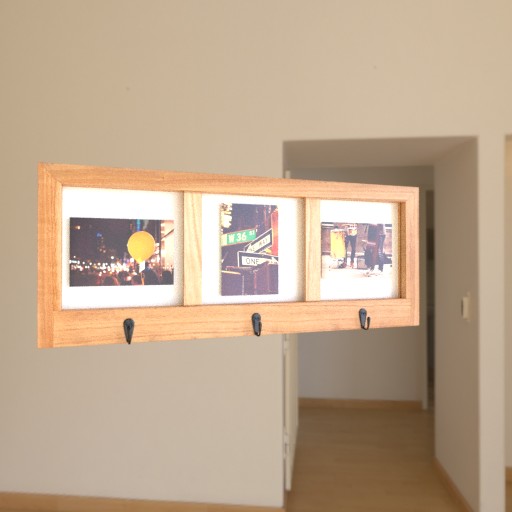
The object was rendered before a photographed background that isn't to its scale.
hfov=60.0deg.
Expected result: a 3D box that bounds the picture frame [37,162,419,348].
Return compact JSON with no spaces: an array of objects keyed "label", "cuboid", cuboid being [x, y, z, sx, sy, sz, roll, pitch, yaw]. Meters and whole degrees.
[{"label":"picture frame","cuboid":[0.000,0.000,0.655,0.582,0.234,0.045,0,0,-19]}]
